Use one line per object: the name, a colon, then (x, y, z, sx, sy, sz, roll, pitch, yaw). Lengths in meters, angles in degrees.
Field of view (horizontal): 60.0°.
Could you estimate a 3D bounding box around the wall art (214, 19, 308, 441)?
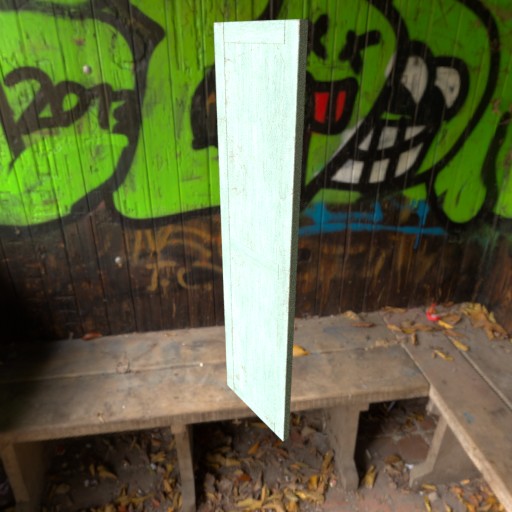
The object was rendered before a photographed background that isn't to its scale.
wall art: (0.000, 0.000, 1.302, 0.025, 1.219, 0.329, -19, 32, -33)
